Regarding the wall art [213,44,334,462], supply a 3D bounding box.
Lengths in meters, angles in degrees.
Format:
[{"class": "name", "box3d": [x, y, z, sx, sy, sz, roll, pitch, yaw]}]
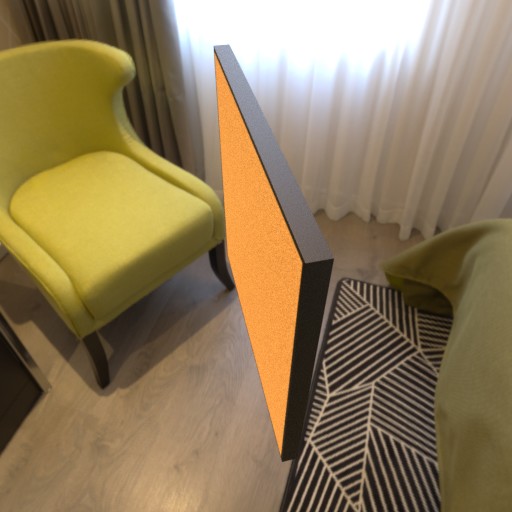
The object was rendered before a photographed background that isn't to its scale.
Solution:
[{"class": "wall art", "box3d": [0.000, 0.000, 1.142, 0.042, 0.766, 0.769, -10, 47, -9]}]
